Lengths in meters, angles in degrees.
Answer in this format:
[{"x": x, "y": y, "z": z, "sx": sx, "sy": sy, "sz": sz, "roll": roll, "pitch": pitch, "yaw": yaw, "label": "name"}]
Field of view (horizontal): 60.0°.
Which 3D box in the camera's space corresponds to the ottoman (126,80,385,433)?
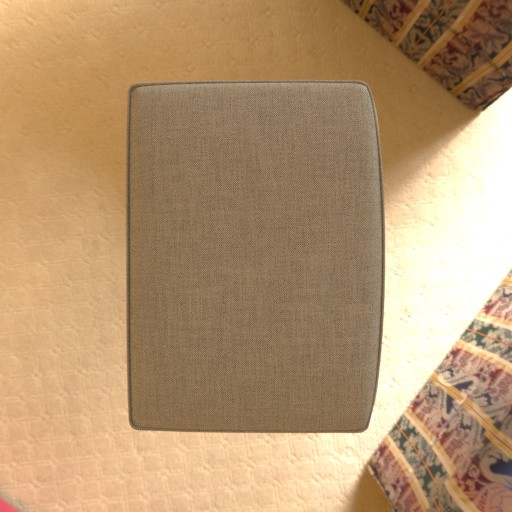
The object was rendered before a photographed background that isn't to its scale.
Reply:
[{"x": 0.000, "y": 0.000, "z": 1.101, "sx": 0.555, "sy": 0.458, "sz": 0.750, "roll": 0, "pitch": 91, "yaw": 0, "label": "ottoman"}]
